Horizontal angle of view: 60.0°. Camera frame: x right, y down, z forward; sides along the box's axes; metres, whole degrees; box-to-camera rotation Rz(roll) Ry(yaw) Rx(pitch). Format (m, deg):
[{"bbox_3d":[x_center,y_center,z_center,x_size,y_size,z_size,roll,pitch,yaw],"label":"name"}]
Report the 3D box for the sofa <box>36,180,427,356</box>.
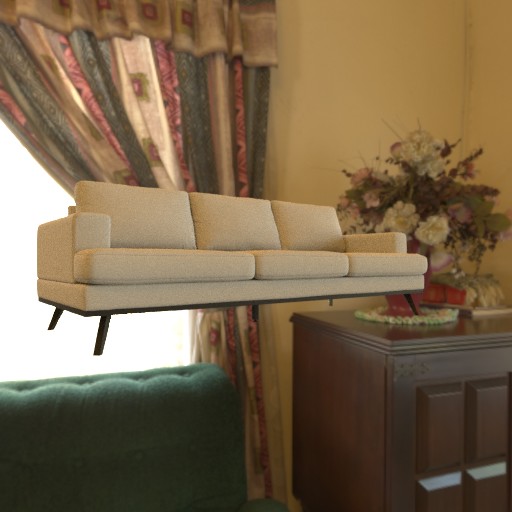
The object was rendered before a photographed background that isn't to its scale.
[{"bbox_3d":[0.000,0.000,2.735,2.310,0.810,0.920,1,-1,-37],"label":"sofa"}]
